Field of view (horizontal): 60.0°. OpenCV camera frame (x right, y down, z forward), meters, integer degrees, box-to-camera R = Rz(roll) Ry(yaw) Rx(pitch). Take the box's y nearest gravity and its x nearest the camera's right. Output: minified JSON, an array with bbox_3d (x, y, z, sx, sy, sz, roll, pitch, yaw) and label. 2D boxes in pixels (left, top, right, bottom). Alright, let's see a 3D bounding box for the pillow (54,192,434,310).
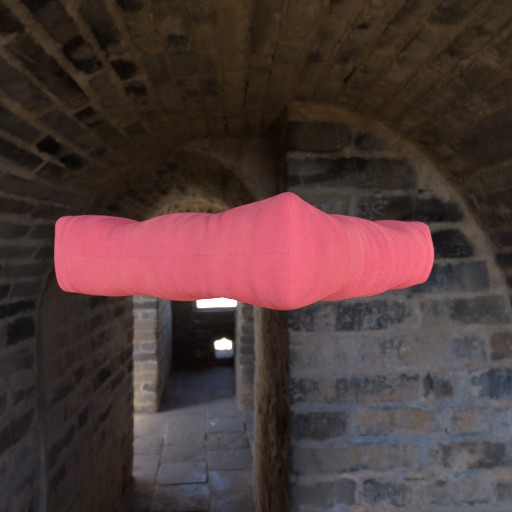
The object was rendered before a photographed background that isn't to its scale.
[{"bbox_3d":[0.000,0.000,0.749,0.468,0.128,0.490,-1,-1,37],"label":"pillow"}]
